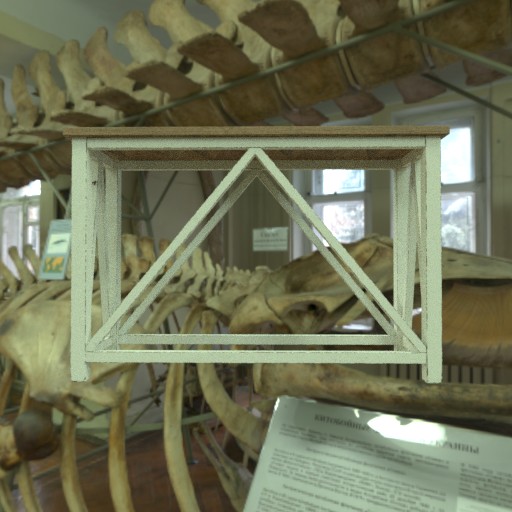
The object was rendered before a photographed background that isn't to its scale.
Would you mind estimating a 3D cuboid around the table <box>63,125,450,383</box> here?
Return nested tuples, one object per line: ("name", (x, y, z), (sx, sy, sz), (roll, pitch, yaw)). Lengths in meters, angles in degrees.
("table", (0.000, 0.000, 1.820), (1.400, 0.930, 0.450), (0, -1, 1))
